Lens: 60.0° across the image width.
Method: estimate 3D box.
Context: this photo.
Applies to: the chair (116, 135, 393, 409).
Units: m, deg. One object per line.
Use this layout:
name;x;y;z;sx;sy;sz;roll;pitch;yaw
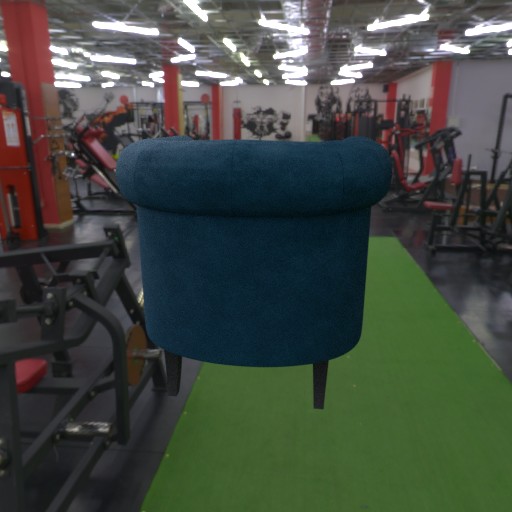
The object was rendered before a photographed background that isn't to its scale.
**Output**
chair;0.000;0.000;1.588;0.904;0.826;0.851;2;17;8
